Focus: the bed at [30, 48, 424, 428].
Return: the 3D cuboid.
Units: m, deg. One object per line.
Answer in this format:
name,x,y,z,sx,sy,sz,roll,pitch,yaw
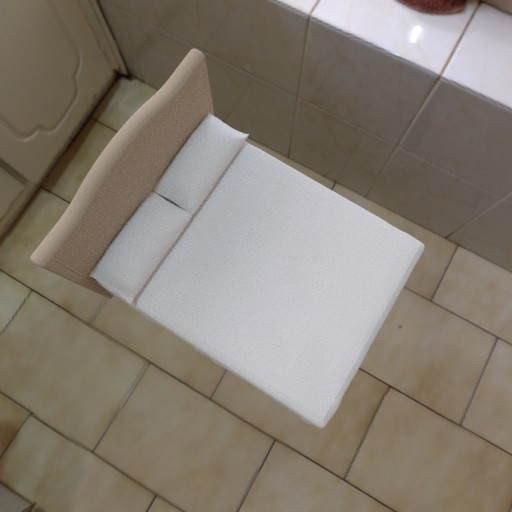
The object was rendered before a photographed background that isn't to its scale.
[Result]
bed,0.000,0.000,3.152,2.052,1.398,1.678,31,78,7
